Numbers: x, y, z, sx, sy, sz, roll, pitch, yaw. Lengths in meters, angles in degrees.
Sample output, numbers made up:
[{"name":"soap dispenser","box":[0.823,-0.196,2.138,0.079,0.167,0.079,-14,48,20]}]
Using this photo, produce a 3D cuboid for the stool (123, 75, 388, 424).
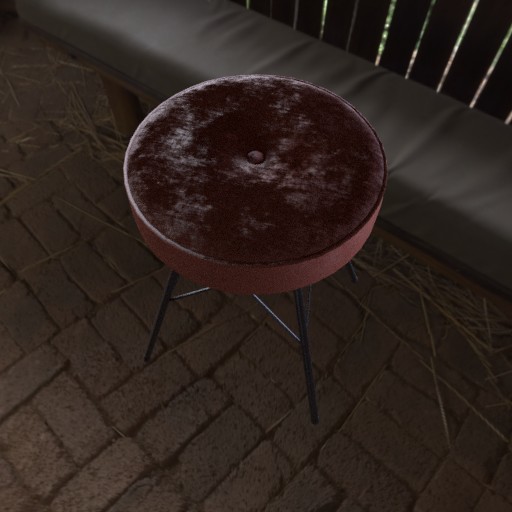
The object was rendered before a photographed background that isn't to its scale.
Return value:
[{"name":"stool","box":[0.000,0.000,0.922,0.457,0.593,0.421,17,59,11]}]
